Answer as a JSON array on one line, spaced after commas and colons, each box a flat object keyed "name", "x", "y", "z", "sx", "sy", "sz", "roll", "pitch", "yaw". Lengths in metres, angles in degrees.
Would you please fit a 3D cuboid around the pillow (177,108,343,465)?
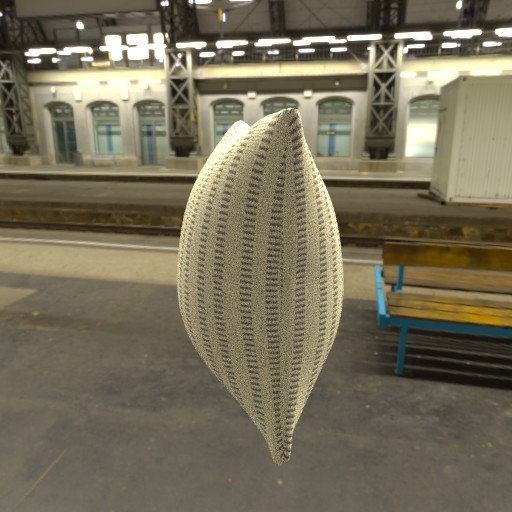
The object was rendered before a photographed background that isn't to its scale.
[{"name": "pillow", "x": 0.000, "y": 0.000, "z": 0.694, "sx": 0.247, "sy": 0.419, "sz": 0.438, "roll": -2, "pitch": 15, "yaw": -9}]
